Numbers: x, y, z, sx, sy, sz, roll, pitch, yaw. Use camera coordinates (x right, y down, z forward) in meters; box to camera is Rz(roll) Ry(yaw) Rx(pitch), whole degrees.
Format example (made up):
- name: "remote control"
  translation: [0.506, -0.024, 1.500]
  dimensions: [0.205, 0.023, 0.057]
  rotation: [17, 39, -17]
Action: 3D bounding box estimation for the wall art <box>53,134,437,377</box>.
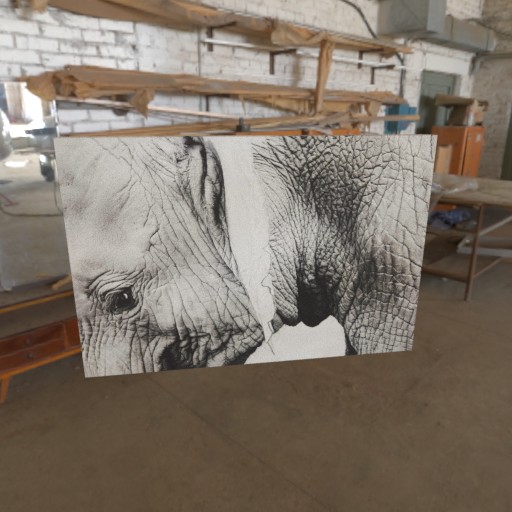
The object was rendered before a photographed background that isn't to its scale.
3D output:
- name: "wall art"
  translation: [0.000, 0.000, 0.778]
  dimensions: [0.613, 0.407, 0.035]
  rotation: [-3, 18, -9]
